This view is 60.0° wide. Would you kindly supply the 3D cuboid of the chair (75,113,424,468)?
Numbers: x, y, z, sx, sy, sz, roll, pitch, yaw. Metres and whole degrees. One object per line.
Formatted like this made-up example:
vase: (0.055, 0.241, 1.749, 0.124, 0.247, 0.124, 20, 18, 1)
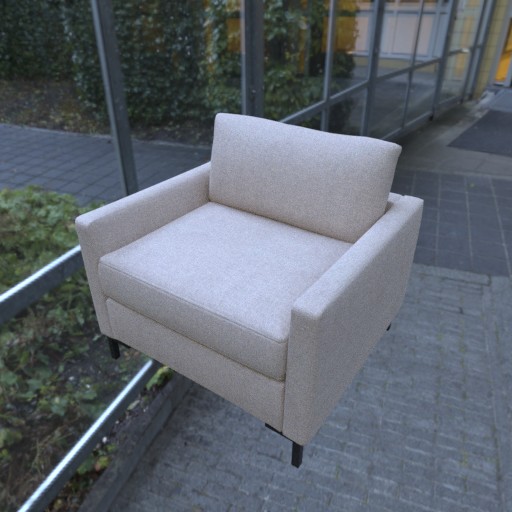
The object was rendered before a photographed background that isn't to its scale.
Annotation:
chair: (0.000, 0.000, 1.657, 0.963, 0.861, 0.866, 19, 35, 29)
